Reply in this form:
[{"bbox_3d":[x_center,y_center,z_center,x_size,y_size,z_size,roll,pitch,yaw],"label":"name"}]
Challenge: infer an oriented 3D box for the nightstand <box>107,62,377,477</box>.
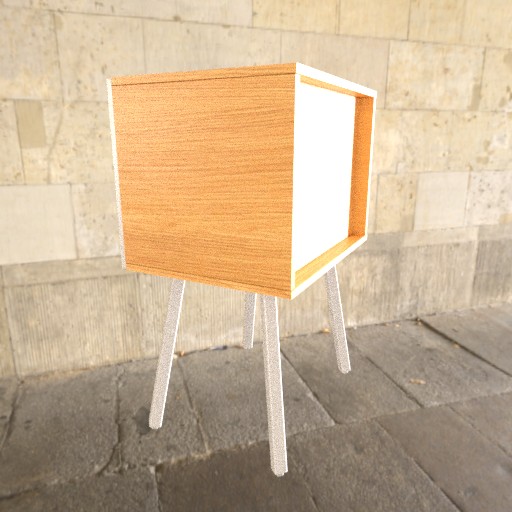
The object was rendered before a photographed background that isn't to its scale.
[{"bbox_3d":[0.000,0.000,0.834,0.316,0.601,0.400,8,17,27],"label":"nightstand"}]
